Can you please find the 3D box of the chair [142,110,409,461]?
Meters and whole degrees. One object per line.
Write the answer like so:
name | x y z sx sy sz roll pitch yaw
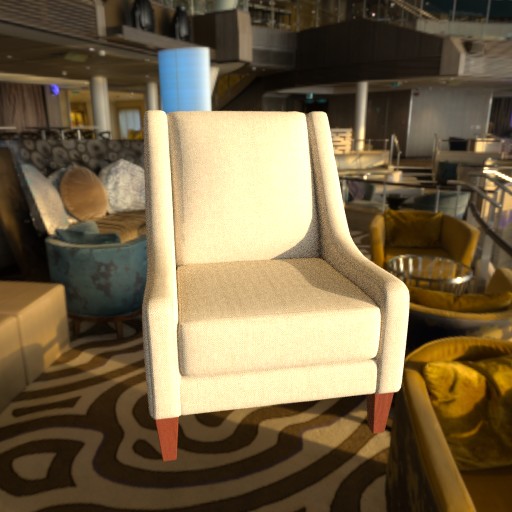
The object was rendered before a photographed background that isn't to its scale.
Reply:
chair | 0.000 0.000 1.586 0.774 1.014 0.870 -3 16 -10
